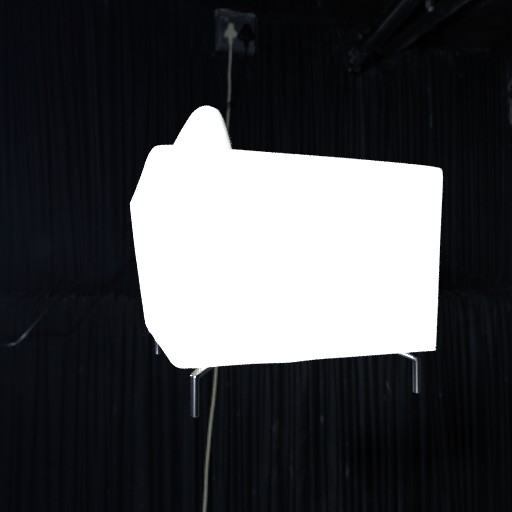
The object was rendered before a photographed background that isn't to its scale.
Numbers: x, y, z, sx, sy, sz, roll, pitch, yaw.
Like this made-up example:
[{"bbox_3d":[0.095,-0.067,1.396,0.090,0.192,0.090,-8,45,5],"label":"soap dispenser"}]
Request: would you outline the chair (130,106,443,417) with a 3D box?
[{"bbox_3d":[0.000,0.000,1.696,0.889,0.865,1.041,1,-2,-19],"label":"chair"}]
